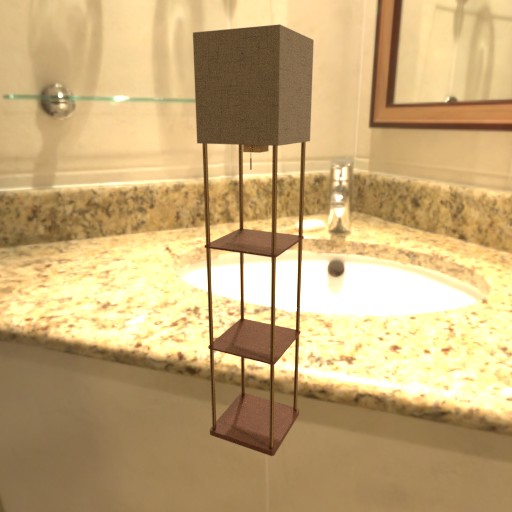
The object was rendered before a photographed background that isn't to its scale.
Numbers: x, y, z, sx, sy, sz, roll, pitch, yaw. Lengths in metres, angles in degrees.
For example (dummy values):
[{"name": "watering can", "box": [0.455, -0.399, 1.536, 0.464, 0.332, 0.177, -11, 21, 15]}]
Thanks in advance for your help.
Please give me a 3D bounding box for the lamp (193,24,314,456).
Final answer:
[{"name": "lamp", "box": [0.000, 0.000, 1.745, 0.308, 1.569, 0.310, 8, 19, 24]}]
